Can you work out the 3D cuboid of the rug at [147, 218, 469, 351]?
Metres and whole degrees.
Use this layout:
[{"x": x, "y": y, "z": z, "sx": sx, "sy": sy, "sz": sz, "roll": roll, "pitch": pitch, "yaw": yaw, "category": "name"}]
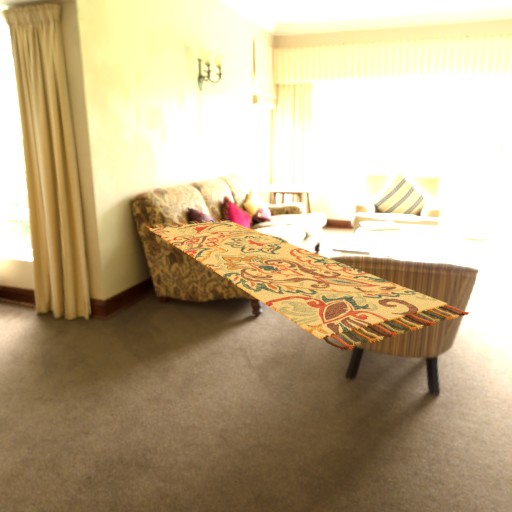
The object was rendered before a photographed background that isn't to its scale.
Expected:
[{"x": 0.000, "y": 0.000, "z": 2.982, "sx": 0.763, "sy": 0.015, "sz": 2.682, "roll": -8, "pitch": 17, "yaw": -28, "category": "rug"}]
